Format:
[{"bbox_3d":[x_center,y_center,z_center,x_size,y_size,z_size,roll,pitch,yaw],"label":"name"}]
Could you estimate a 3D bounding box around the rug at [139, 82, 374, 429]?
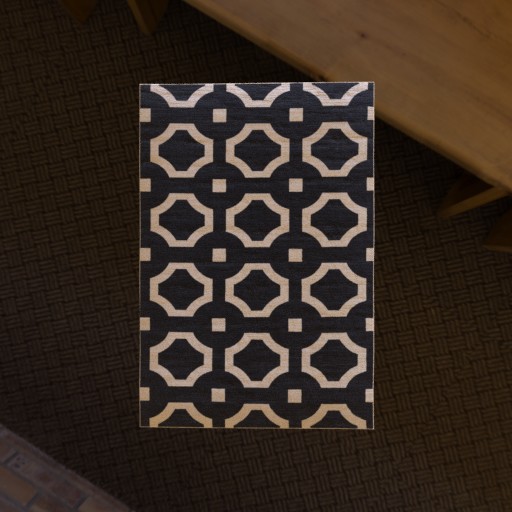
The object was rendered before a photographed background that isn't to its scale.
[{"bbox_3d":[0.000,0.000,2.935,1.555,0.016,2.286,0,90,1],"label":"rug"}]
